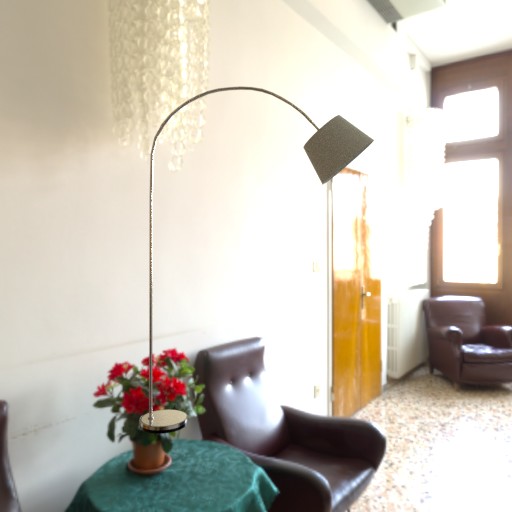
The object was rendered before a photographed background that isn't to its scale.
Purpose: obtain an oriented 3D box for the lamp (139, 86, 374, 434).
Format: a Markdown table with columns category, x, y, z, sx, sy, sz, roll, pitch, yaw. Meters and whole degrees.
| category | x | y | z | sx | sy | sz | roll | pitch | yaw |
| --- | --- | --- | --- | --- | --- | --- | --- | --- | --- |
| lamp | 0.000 | 0.000 | 2.748 | 1.445 | 2.098 | 0.406 | 0 | 0 | 1 |
